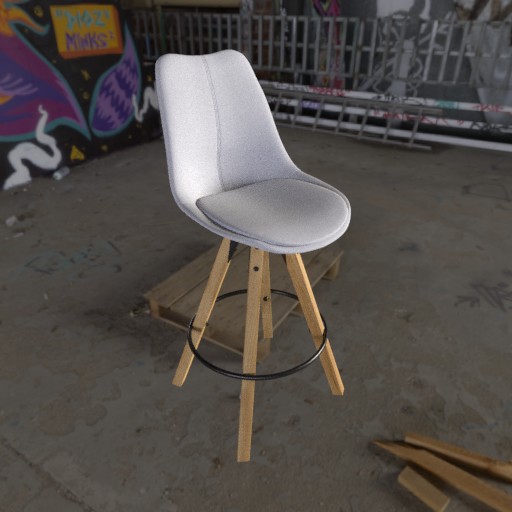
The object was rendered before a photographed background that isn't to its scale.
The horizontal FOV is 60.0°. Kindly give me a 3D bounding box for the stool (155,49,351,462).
[{"bbox_3d":[0.000,0.000,1.370,0.484,1.115,0.550,-21,36,-32],"label":"stool"}]
